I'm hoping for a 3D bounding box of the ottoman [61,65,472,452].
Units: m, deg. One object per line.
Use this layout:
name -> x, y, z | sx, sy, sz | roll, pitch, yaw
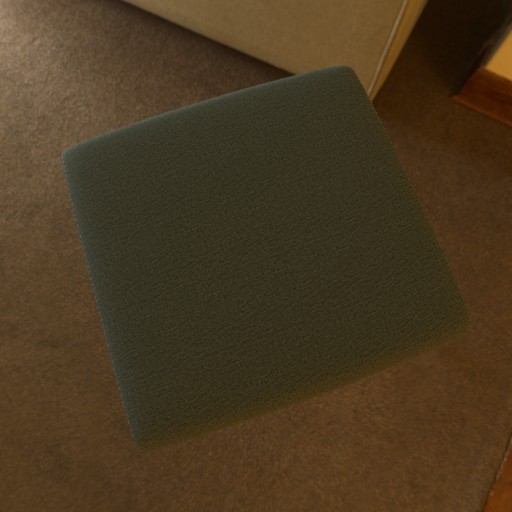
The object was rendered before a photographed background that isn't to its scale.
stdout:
ottoman -> 0.000, 0.000, 1.013 | 0.650, 0.398, 0.649 | -19, 76, -5
